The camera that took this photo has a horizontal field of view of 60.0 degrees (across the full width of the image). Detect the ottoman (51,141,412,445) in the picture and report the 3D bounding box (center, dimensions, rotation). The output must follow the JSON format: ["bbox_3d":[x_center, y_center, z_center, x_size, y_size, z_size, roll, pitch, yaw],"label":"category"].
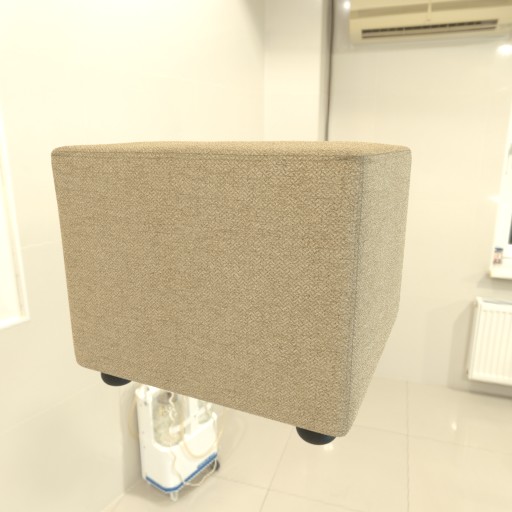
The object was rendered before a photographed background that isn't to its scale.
[{"bbox_3d":[0.000,0.000,0.860,0.508,0.432,0.508,7,16,24],"label":"ottoman"}]
